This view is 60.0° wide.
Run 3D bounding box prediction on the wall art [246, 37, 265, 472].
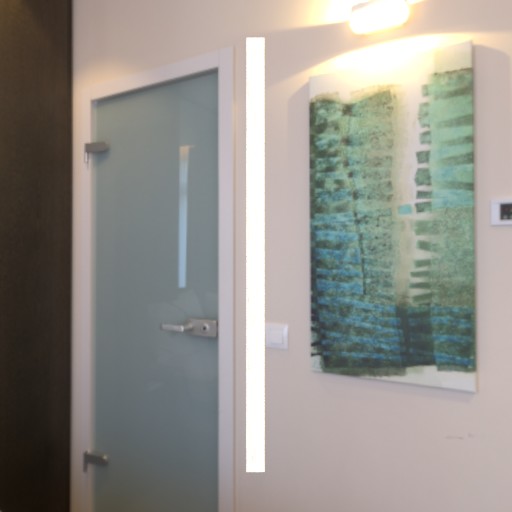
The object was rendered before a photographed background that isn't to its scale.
[{"bbox_3d":[0.000,0.000,1.544,0.045,1.016,1.016,0,-1,0],"label":"wall art"}]
